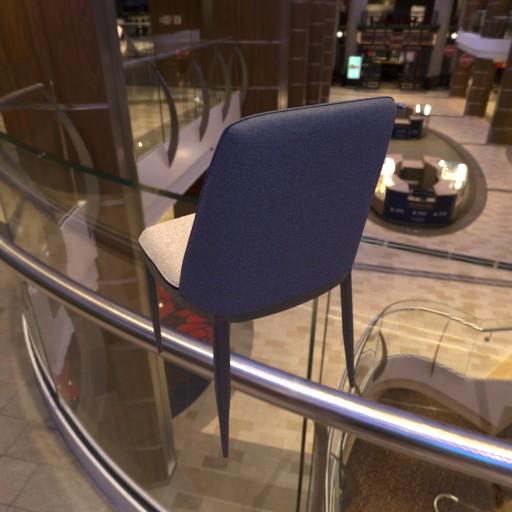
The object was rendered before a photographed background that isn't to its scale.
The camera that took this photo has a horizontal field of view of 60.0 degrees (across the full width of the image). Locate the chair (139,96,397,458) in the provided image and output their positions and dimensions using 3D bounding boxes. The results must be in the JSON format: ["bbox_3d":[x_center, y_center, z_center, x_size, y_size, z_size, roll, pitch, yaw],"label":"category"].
[{"bbox_3d":[0.000,0.000,1.139,0.480,0.839,0.551,-18,34,-28],"label":"chair"}]
